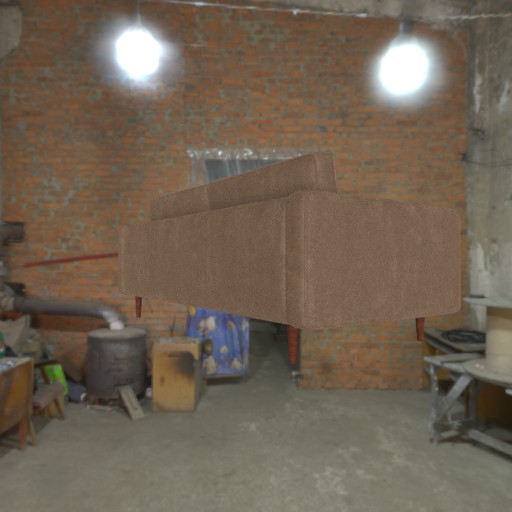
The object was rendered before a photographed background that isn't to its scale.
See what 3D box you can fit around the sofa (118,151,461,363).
[{"bbox_3d":[0.000,0.000,2.404,0.920,0.769,1.883,0,-1,-35],"label":"sofa"}]
